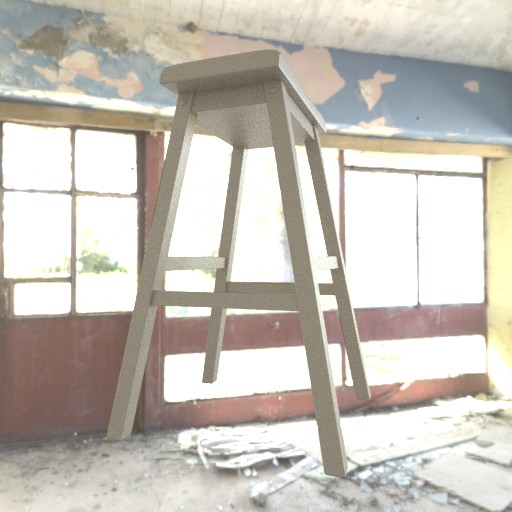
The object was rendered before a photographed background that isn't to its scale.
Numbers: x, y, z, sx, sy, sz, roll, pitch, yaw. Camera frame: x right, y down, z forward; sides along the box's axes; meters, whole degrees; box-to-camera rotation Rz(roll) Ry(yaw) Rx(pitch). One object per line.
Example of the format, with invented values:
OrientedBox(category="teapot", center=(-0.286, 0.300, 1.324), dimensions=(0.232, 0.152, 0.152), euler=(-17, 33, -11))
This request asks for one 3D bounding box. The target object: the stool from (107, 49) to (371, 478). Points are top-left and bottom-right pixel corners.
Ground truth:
OrientedBox(category="stool", center=(0.000, 0.000, 1.028), dimensions=(0.476, 0.737, 0.457), euler=(0, 0, 20))
